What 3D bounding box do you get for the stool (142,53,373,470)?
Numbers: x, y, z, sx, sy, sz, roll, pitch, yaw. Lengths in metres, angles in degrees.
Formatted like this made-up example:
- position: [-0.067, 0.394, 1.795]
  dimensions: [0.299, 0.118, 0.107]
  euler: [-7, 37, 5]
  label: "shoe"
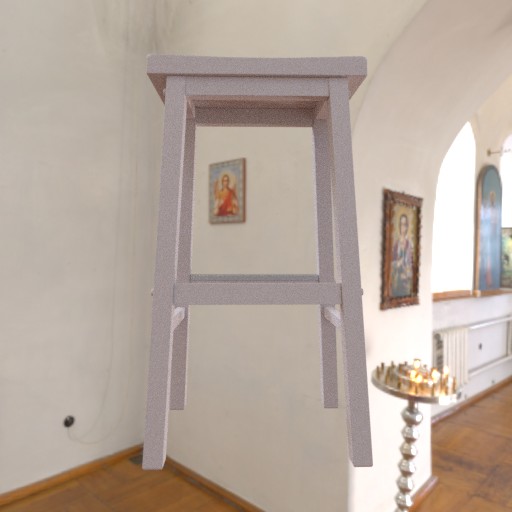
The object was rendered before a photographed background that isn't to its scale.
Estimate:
- position: [0.000, 0.000, 0.932]
  dimensions: [0.406, 0.742, 0.322]
  euler: [0, 1, -2]
  label: "stool"
